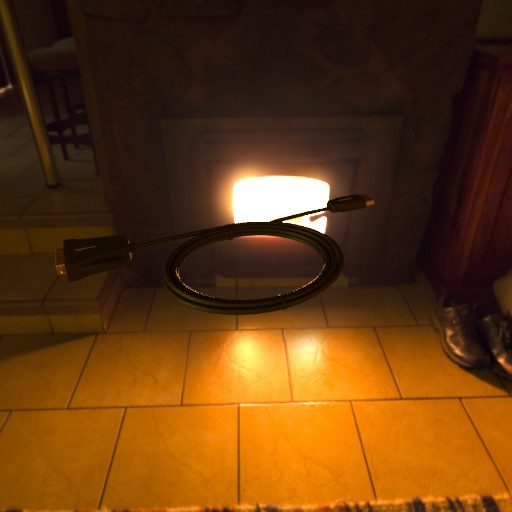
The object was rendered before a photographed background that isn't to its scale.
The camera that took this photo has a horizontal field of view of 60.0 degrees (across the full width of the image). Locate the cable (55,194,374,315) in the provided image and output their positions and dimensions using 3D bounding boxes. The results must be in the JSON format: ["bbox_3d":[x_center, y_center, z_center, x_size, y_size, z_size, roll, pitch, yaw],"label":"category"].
[{"bbox_3d":[0.000,0.000,0.337,0.281,0.015,0.136,-12,33,-19],"label":"cable"}]
